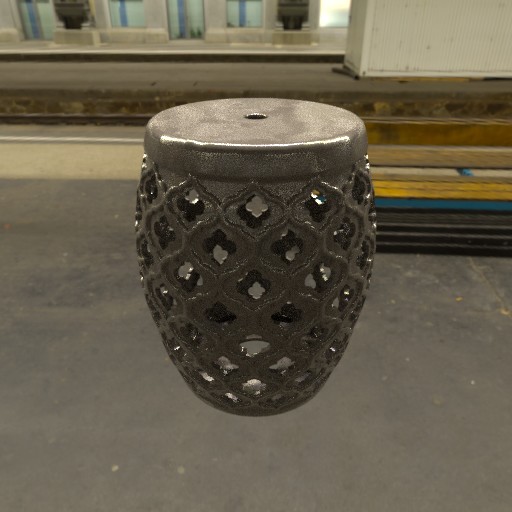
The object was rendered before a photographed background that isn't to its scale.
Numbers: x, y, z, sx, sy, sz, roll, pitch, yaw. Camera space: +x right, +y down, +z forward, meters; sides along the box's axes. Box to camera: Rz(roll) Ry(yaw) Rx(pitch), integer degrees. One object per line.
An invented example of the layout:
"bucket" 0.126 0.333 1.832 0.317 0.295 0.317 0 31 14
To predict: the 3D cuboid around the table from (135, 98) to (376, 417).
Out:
"table" 0.000 0.000 0.632 0.325 0.388 0.325 0 30 0
